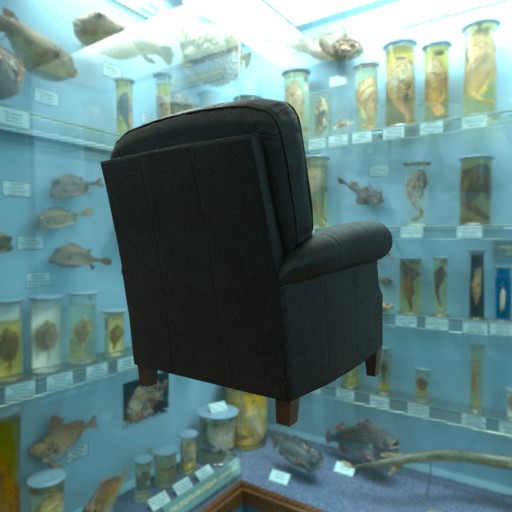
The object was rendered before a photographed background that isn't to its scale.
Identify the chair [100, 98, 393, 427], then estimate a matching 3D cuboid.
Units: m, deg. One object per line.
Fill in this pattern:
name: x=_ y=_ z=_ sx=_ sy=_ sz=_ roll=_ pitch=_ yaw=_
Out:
chair: x=0.000 y=0.000 z=1.789 sx=0.936 sy=1.018 sz=0.986 roll=1 pitch=2 yaw=36
